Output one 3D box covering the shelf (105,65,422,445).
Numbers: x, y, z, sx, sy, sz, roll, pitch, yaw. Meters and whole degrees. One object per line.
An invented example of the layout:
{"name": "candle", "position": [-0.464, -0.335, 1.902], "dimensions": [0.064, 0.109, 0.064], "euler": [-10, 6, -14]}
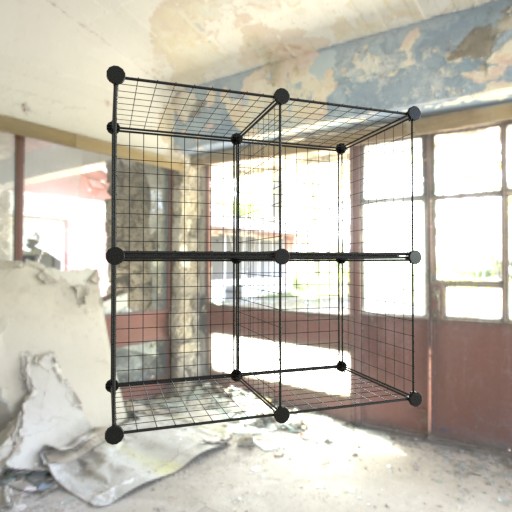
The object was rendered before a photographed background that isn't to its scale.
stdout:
{"name": "shelf", "position": [0.000, 0.000, 1.108], "dimensions": [0.711, 0.711, 0.356], "euler": [0, -1, -19]}
